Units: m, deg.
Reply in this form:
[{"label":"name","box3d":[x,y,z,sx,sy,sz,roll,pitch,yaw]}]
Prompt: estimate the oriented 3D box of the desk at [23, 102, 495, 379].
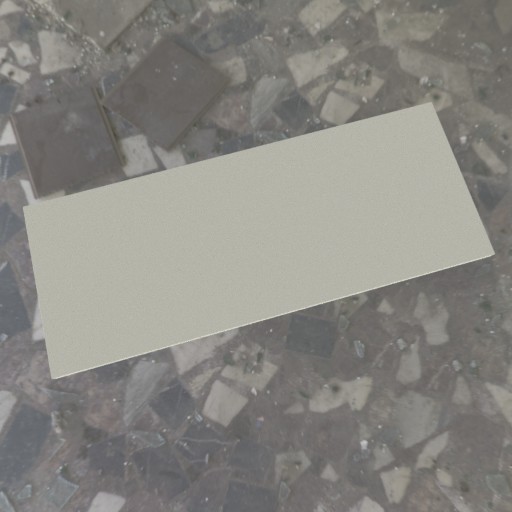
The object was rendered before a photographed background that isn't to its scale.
[{"label":"desk","box3d":[0.000,0.000,1.907,1.530,0.773,0.603,-15,77,-4]}]
